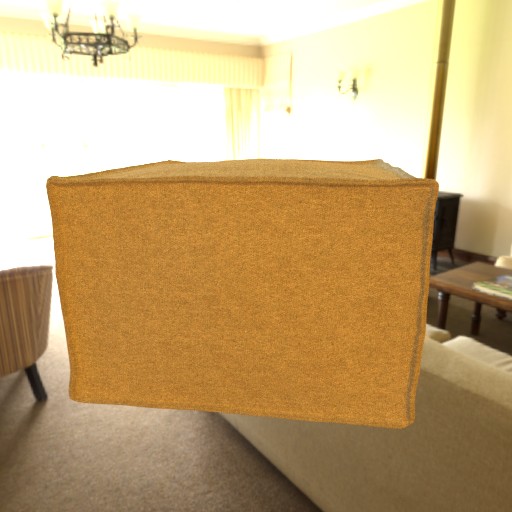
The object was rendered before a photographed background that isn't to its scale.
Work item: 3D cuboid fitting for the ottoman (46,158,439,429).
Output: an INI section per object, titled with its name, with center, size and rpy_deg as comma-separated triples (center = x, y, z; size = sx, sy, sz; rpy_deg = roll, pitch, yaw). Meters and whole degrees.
[ottoman]
center = 0.000, 0.000, 1.104
size = 0.707, 0.470, 0.696
rpy_deg = 2, 16, 7
